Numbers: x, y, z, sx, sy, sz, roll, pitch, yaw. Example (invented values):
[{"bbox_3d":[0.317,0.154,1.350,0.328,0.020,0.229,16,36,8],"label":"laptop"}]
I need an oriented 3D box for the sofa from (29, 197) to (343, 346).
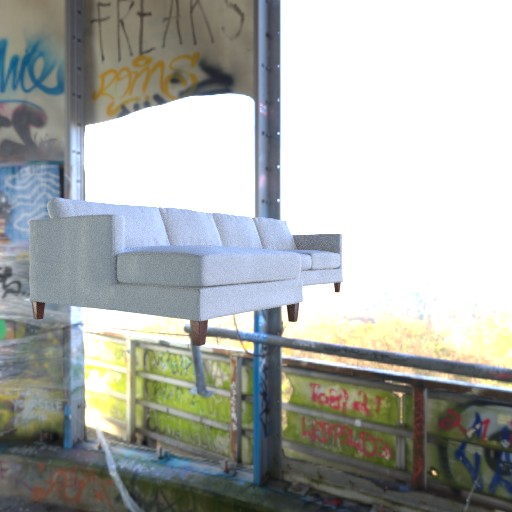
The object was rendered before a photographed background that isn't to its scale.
[{"bbox_3d":[0.000,0.000,3.889,1.625,0.861,3.186,0,0,35],"label":"sofa"}]
